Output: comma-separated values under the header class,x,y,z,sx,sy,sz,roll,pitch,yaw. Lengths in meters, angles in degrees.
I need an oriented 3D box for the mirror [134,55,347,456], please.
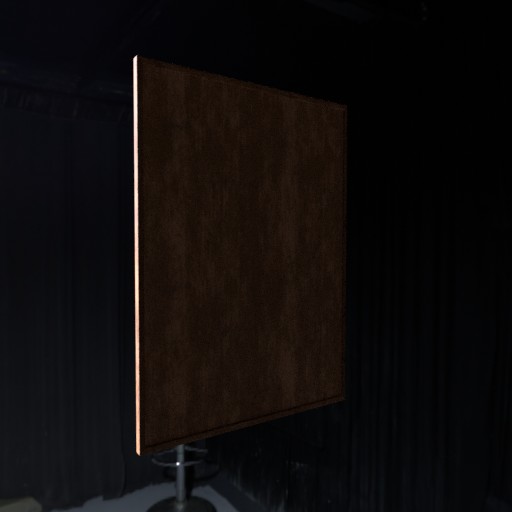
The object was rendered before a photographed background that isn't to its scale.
class,x,y,z,sx,sy,sz,roll,pitch,yaw
mirror,0.000,0.000,1.445,0.796,1.099,0.028,-1,2,-34
